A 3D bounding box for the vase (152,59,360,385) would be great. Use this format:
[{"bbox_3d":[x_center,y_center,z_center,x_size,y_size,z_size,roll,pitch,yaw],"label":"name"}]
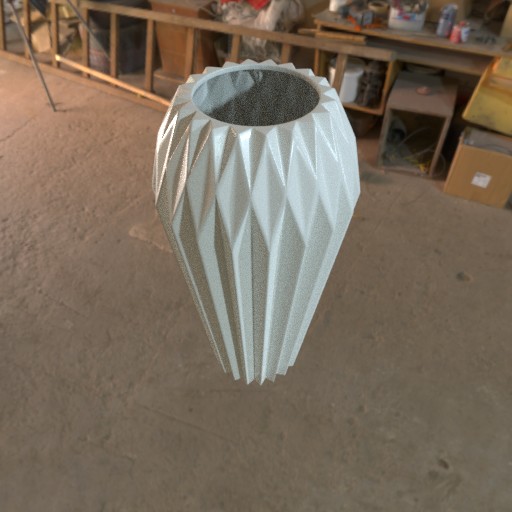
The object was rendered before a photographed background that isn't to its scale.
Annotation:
[{"bbox_3d":[0.000,0.000,0.339,0.133,0.263,0.133,0,47,0],"label":"vase"}]
